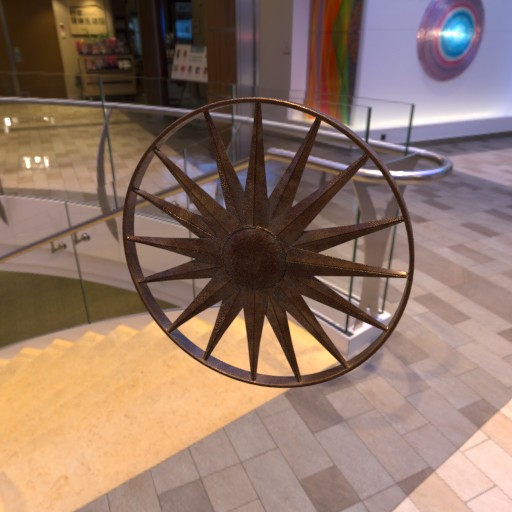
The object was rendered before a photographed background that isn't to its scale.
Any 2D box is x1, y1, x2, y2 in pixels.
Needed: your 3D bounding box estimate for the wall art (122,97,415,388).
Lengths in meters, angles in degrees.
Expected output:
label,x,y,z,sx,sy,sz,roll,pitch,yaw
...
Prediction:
label,x,y,z,sx,sy,sz,roll,pitch,yaw
wall art,0.000,0.000,0.864,0.582,0.583,0.084,8,27,17
